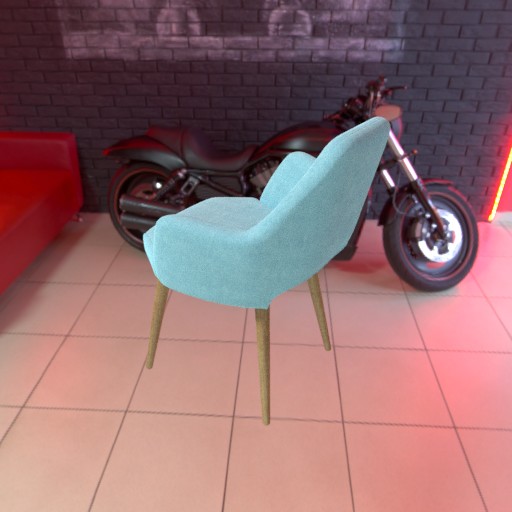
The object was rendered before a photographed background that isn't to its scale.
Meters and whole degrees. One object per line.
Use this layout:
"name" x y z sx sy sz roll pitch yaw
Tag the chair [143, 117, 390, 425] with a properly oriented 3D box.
"chair" 0.000 0.000 1.278 0.610 0.840 0.590 21 37 30
